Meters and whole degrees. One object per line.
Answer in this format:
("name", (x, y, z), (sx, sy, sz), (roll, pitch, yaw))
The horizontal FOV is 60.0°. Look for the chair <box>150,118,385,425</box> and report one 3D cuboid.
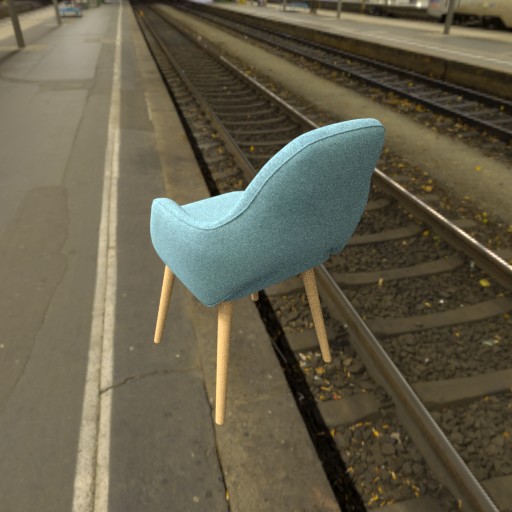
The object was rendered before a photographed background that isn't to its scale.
("chair", (0.000, 0.000, 1.324), (0.589, 0.920, 0.666), (-21, 37, -30))
